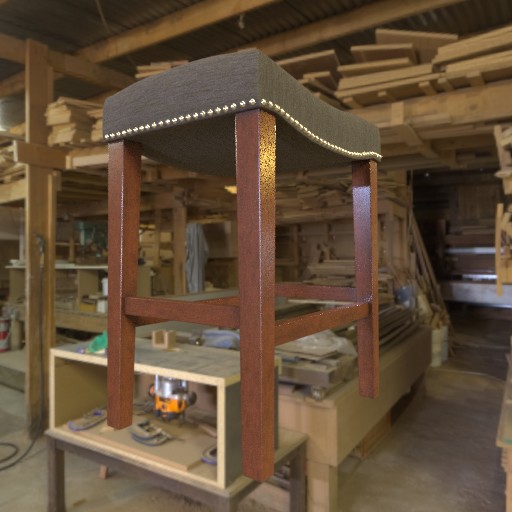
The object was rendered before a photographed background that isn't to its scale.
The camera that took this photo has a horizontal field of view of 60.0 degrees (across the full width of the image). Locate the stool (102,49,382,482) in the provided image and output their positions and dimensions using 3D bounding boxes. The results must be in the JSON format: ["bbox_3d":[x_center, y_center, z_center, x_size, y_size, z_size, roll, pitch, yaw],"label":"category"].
[{"bbox_3d":[0.000,0.000,0.938,0.372,0.654,0.504,0,1,35],"label":"stool"}]
